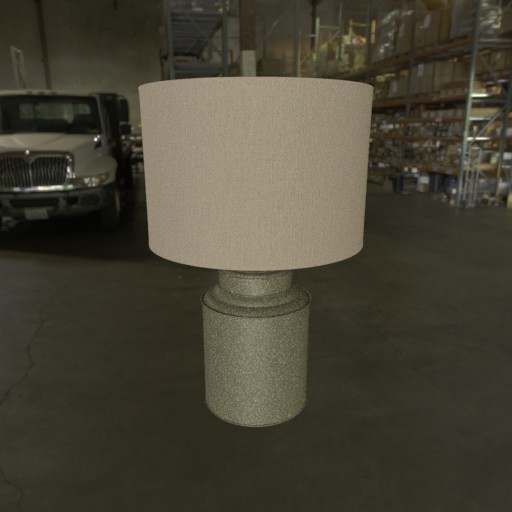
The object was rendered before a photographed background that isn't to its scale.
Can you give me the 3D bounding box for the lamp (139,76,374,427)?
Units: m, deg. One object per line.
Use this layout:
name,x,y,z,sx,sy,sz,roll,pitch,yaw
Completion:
lamp,0.000,0.000,0.683,0.318,0.486,0.318,0,16,0
